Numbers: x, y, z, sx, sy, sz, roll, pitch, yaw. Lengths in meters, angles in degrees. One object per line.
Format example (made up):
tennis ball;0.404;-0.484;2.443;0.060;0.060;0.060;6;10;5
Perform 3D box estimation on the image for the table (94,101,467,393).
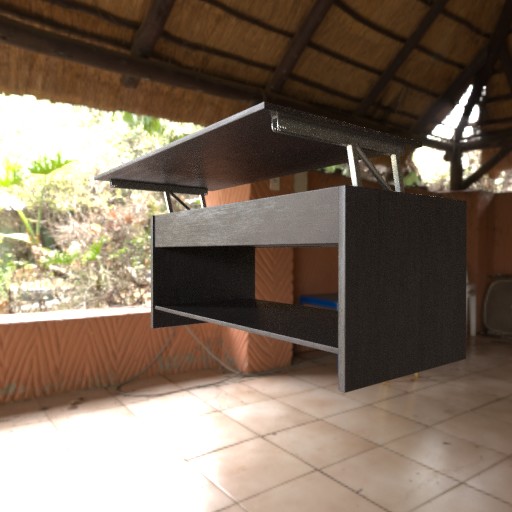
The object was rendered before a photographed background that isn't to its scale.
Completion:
table;0.000;0.000;1.415;0.712;0.570;1.000;0;1;-37
